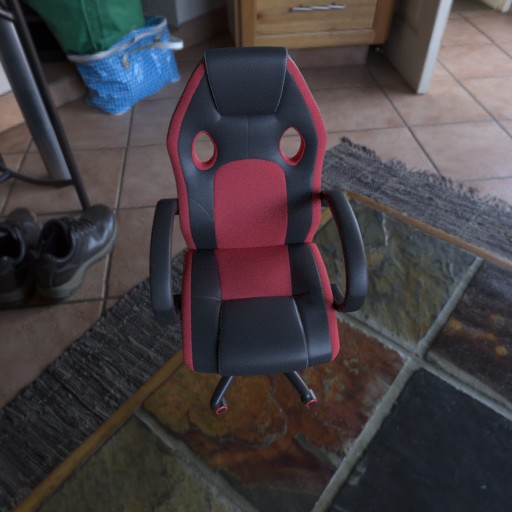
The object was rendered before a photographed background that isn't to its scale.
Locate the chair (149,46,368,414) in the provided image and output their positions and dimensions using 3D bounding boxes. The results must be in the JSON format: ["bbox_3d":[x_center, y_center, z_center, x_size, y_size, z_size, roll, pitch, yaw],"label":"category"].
[{"bbox_3d":[0.000,0.000,1.566,0.673,1.187,0.724,-4,46,-3],"label":"chair"}]
